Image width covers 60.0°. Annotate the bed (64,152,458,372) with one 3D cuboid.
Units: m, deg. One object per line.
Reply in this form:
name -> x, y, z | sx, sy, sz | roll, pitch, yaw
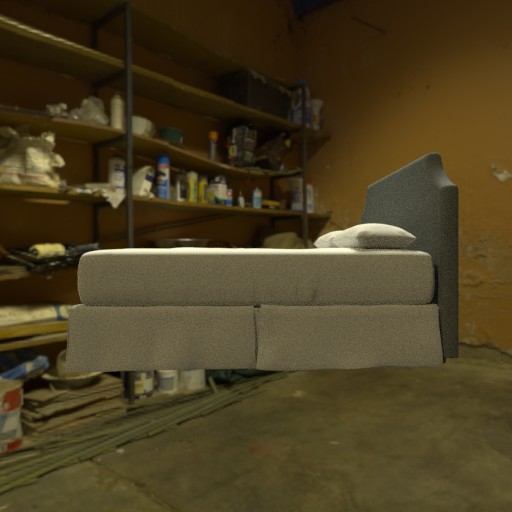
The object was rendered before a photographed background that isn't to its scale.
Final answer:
bed -> 0.000, 0.000, 3.372 | 2.259, 1.296, 1.811 | 0, 0, -2
